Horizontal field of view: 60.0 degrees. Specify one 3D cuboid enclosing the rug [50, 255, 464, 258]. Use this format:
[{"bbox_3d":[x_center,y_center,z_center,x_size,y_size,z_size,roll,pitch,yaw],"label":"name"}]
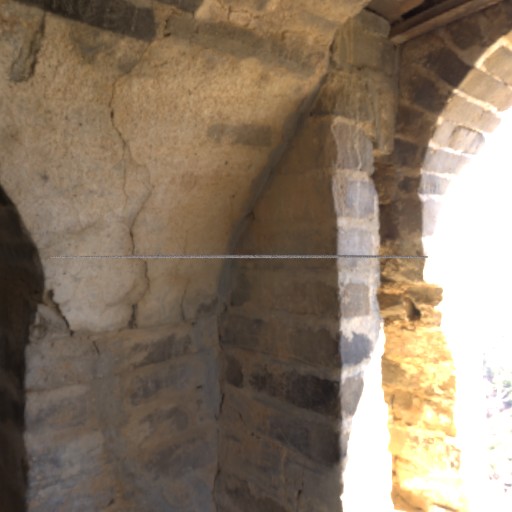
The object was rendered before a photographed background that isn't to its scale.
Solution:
[{"bbox_3d":[0.000,0.000,4.102,2.421,0.008,3.045,0,0,0],"label":"rug"}]
